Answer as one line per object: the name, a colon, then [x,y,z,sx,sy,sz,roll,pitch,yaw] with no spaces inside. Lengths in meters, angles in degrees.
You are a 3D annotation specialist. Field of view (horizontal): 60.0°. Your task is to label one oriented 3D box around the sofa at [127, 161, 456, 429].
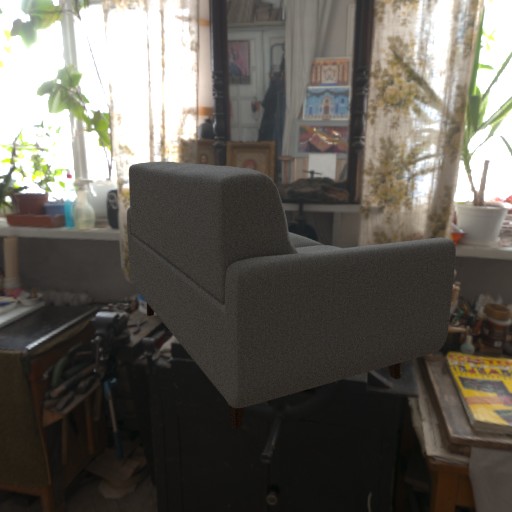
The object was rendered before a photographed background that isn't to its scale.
sofa: [0.000,0.000,2.244,0.952,0.925,1.651,-7,15,-26]
